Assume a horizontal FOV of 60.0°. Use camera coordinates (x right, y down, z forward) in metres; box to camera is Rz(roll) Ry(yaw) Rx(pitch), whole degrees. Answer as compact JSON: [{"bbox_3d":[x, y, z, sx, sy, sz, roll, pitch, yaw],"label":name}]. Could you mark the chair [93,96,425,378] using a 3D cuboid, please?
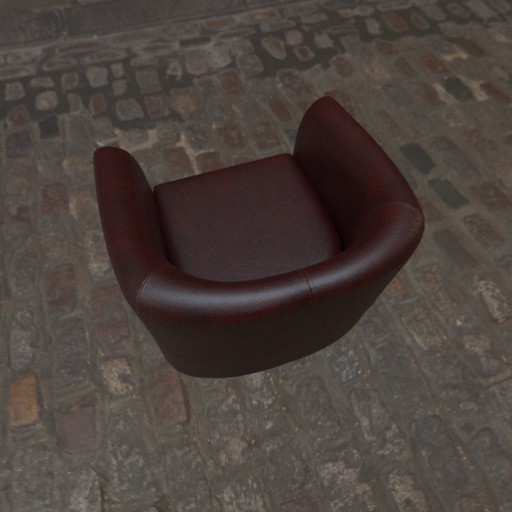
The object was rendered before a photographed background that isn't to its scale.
[{"bbox_3d":[0.000,0.000,1.387,0.792,0.756,0.727,-16,58,-10],"label":"chair"}]
